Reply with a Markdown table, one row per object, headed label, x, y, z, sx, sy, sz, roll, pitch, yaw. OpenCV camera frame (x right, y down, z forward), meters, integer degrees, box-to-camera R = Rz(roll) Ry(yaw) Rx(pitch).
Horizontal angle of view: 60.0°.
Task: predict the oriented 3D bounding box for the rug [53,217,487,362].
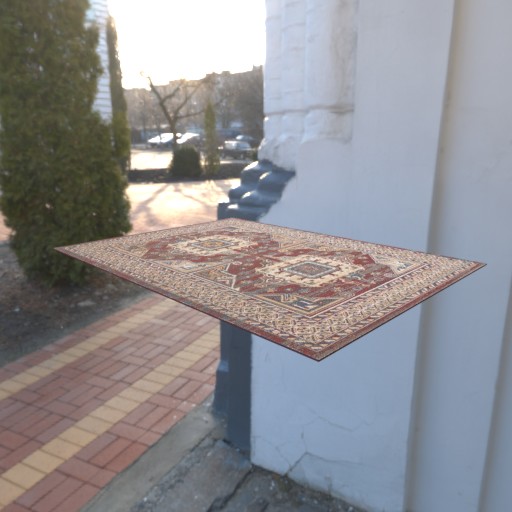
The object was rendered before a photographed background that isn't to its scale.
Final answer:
| label | x | y | z | sx | sy | sz | roll | pitch | yaw |
| --- | --- | --- | --- | --- | --- | --- | --- | --- | --- |
| rug | 0.000 | 0.000 | 4.051 | 3.197 | 0.013 | 2.381 | 14 | 21 | 43 |
